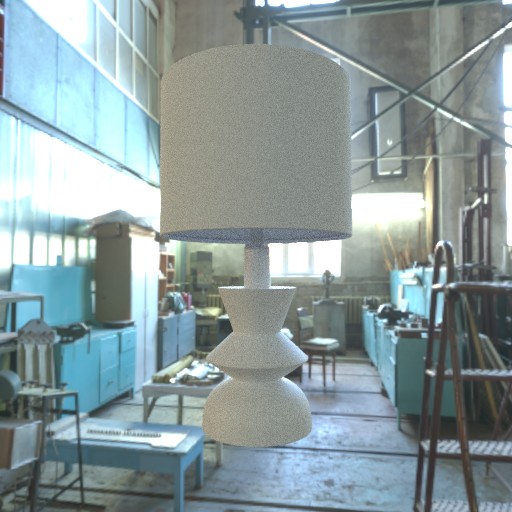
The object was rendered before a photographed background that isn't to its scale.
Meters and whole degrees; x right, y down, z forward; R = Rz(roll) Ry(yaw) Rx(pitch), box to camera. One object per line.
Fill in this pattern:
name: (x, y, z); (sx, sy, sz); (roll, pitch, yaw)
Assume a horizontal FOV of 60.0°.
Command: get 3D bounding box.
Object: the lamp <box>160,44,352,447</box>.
lamp: (0.000, 0.000, 0.707); (0.301, 0.533, 0.301); (2, -3, -36)
